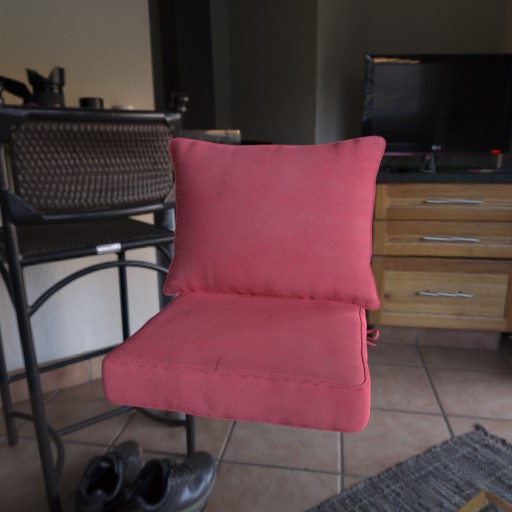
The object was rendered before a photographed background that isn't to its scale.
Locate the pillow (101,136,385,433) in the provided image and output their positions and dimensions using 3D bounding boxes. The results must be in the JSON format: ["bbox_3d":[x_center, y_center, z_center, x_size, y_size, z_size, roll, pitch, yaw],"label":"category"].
[{"bbox_3d":[0.000,0.000,1.361,0.798,0.725,0.733,3,14,11],"label":"pillow"}]
